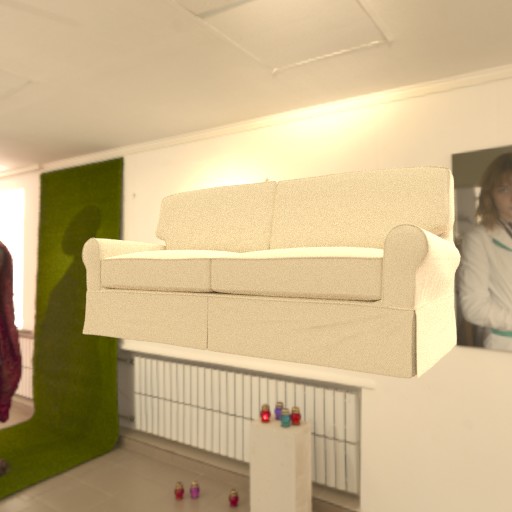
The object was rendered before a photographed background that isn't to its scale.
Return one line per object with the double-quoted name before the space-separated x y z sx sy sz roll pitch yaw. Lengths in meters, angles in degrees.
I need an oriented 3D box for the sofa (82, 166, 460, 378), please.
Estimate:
"sofa" 0.000 0.000 2.485 2.021 0.937 0.862 -1 -1 33
